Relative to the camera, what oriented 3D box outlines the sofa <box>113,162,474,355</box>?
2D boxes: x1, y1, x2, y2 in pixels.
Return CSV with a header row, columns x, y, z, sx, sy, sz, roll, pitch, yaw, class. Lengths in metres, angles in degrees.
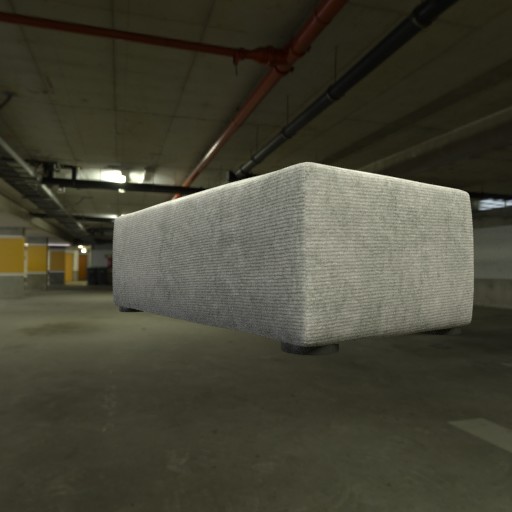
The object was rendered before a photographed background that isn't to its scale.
x,y,z,sx,sy,sz,roll,pitch,yaw,class
0.000,0.000,1.161,0.480,0.330,0.930,1,-2,-35,sofa
